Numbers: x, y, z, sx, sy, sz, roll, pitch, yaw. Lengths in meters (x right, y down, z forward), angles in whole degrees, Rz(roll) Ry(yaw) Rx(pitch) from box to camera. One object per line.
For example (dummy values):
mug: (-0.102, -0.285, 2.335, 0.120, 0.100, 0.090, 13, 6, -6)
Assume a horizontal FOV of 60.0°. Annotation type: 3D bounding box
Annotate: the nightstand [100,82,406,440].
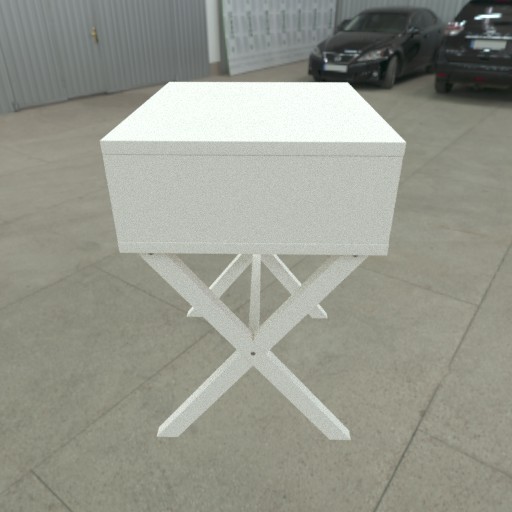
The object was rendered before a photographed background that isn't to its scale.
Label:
nightstand: (0.000, 0.000, 0.942, 0.402, 0.623, 0.479, 1, 30, 1)
